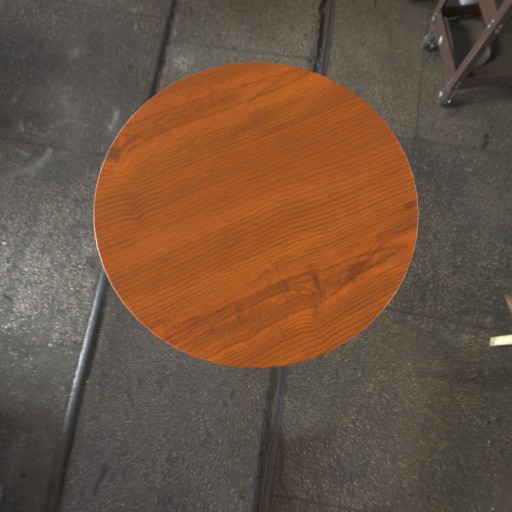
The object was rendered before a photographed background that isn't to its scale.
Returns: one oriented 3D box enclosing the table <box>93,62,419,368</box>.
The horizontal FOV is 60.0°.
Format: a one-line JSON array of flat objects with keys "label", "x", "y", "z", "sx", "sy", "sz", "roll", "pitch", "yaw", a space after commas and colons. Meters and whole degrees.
[{"label": "table", "x": 0.000, "y": 0.000, "z": 0.918, "sx": 0.457, "sy": 0.610, "sz": 0.457, "roll": 0, "pitch": 75, "yaw": 0}]
